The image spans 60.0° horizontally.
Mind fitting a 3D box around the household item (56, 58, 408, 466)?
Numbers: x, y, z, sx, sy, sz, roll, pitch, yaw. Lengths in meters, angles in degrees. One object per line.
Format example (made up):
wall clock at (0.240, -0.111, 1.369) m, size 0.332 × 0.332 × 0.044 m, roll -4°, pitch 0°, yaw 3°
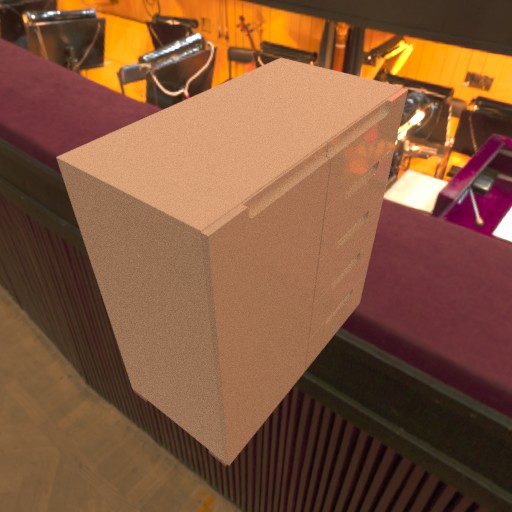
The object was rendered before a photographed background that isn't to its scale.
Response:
household item at (0.000, 0.000, 1.338) m, size 0.420 × 0.870 × 0.800 m, roll 27°, pitch 48°, yaw 27°
